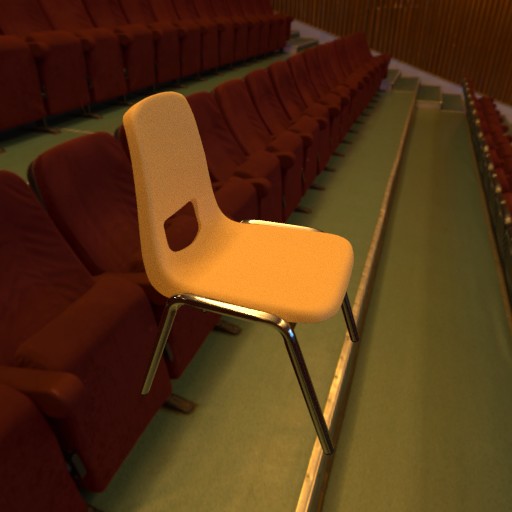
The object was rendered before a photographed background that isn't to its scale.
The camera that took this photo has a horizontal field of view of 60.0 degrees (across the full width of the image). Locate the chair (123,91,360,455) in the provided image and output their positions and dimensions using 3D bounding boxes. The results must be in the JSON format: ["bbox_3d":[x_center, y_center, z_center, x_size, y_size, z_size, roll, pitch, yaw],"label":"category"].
[{"bbox_3d":[0.000,0.000,0.874,0.423,0.586,0.354,10,31,17],"label":"chair"}]
